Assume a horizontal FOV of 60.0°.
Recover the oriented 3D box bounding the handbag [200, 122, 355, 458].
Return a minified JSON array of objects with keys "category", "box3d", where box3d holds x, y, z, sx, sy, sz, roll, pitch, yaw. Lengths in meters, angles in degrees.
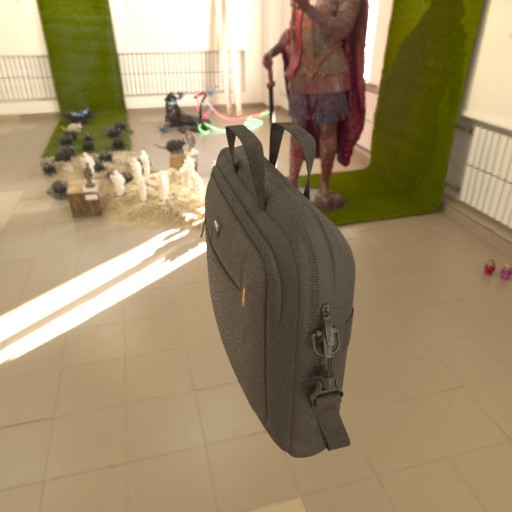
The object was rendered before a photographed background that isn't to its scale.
[{"category":"handbag","box3d":[0.000,0.000,0.427,0.089,0.244,0.320,-8,30,-14]}]
